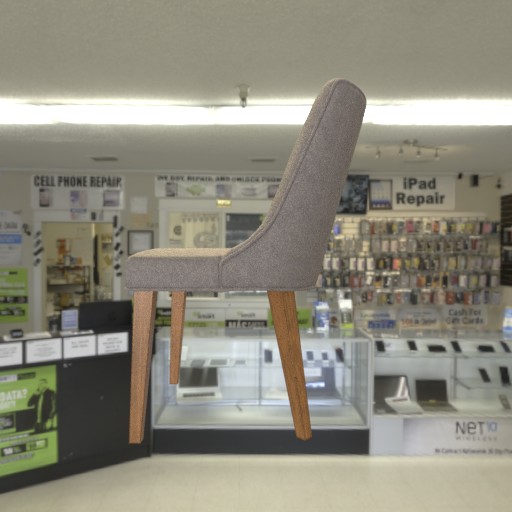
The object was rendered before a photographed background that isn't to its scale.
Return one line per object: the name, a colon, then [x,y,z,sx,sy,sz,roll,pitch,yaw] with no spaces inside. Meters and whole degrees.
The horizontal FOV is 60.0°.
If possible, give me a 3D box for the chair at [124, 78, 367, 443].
chair: [0.000,0.000,1.332,0.636,0.916,0.548,0,1,1]
